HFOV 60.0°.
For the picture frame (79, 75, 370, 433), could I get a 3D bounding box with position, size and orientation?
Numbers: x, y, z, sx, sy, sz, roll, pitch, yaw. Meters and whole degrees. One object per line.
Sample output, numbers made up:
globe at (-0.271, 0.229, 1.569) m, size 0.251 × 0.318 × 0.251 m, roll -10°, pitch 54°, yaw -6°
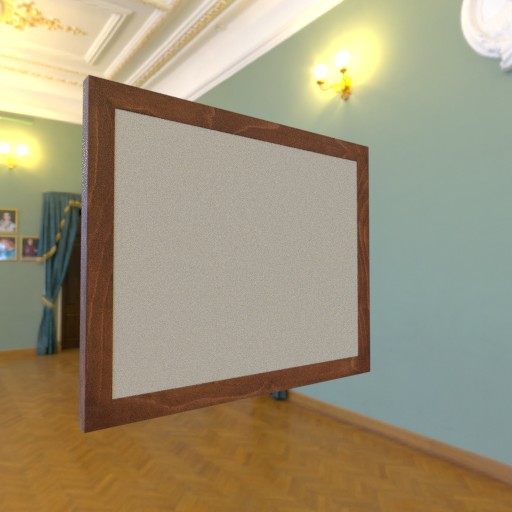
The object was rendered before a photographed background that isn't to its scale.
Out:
picture frame at (0.000, 0.000, 0.743) m, size 0.559 × 0.457 × 0.025 m, roll 1°, pitch -2°, yaw -37°
